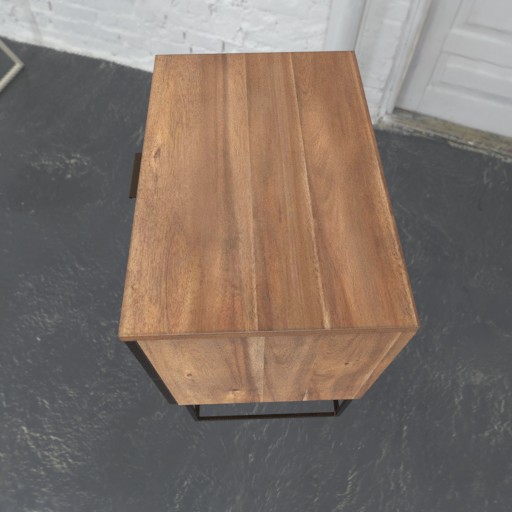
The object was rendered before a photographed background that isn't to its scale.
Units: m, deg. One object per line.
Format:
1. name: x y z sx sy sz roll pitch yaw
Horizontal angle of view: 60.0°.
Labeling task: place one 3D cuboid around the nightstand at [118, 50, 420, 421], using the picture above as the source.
1. nightstand: 0.000 0.000 1.013 0.427 0.611 0.605 -2 59 -1
